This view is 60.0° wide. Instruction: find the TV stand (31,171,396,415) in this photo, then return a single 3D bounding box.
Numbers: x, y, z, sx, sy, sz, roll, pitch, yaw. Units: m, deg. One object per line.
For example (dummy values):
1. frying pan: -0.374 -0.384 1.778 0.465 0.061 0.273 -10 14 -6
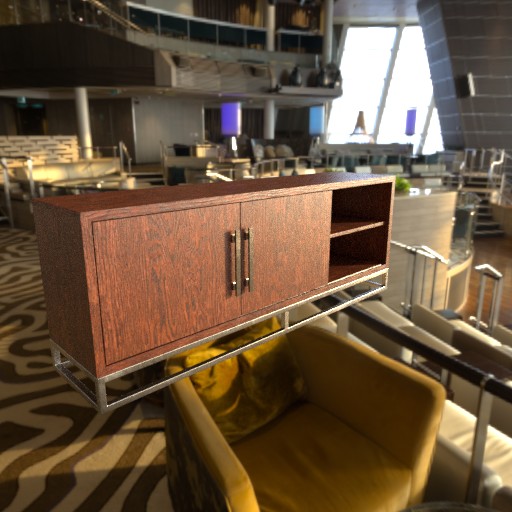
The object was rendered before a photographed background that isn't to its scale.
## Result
1. TV stand: 0.000 0.000 1.811 1.541 0.578 0.382 -14 21 -42
